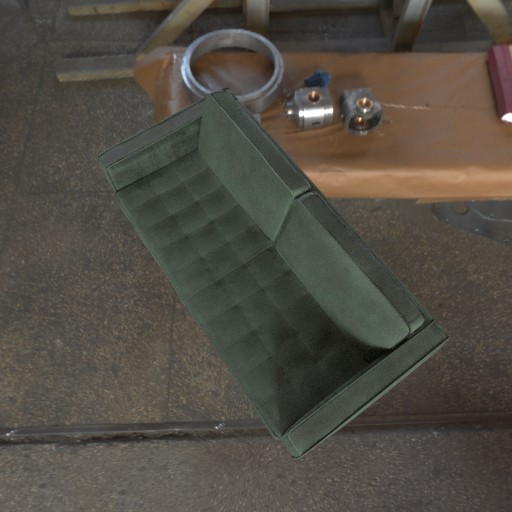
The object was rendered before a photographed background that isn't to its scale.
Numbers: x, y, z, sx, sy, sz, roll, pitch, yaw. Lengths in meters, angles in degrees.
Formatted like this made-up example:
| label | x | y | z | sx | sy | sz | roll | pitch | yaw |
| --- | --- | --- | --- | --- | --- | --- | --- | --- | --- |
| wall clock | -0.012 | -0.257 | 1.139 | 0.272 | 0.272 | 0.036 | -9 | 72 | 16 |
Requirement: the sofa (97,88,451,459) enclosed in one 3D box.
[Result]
| label | x | y | z | sx | sy | sz | roll | pitch | yaw |
| --- | --- | --- | --- | --- | --- | --- | --- | --- | --- |
| sofa | 0.000 | 0.000 | 2.327 | 0.886 | 0.781 | 1.816 | -33 | 70 | -14 |
